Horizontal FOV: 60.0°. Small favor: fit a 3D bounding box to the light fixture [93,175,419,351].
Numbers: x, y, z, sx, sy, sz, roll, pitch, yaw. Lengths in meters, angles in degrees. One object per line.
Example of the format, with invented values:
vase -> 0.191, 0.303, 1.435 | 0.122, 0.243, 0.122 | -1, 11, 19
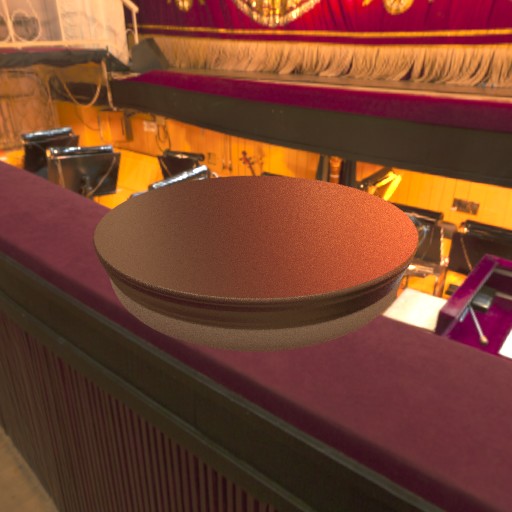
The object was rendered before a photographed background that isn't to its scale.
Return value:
light fixture -> 0.000, 0.000, 0.548 | 0.368, 0.100, 0.368 | 0, 26, 0
